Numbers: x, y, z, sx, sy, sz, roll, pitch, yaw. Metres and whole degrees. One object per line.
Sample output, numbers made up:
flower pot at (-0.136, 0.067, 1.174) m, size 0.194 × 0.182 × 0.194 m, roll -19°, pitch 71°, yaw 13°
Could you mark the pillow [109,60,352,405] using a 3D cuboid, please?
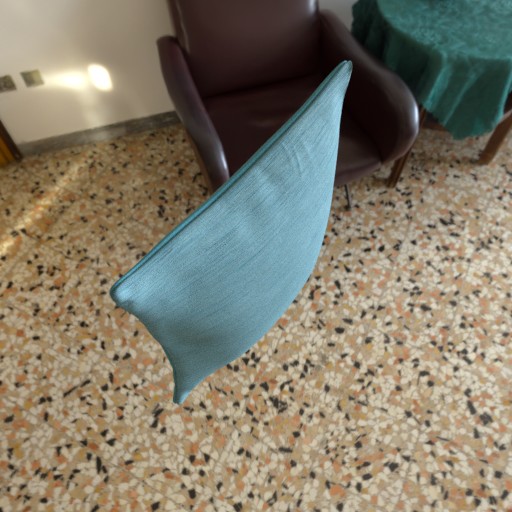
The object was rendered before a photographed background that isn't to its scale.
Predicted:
pillow at (0.000, 0.000, 0.663) m, size 0.151 × 0.415 × 0.433 m, roll 32°, pitch 64°, yaw 18°
